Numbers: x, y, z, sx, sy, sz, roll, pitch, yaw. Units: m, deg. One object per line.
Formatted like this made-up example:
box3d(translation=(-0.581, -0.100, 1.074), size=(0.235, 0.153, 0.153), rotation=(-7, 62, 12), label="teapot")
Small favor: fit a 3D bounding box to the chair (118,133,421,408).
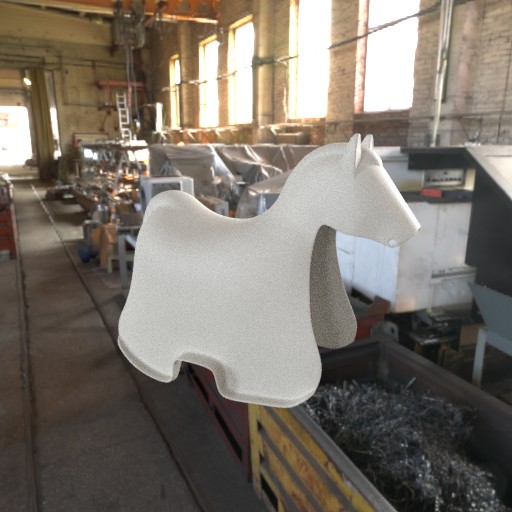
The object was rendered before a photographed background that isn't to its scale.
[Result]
box3d(translation=(0.000, 0.000, 1.162), size=(0.800, 0.612, 0.429), rotation=(8, 16, 27), label="chair")
